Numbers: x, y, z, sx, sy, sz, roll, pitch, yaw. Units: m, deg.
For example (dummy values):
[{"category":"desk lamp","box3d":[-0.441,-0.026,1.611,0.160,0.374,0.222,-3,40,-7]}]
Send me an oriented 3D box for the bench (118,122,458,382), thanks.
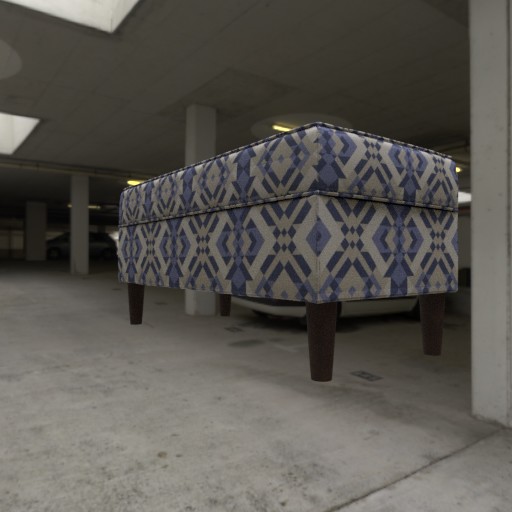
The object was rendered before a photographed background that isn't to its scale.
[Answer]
[{"category":"bench","box3d":[0.000,0.000,1.321,0.492,0.477,1.016,0,-1,-37]}]
